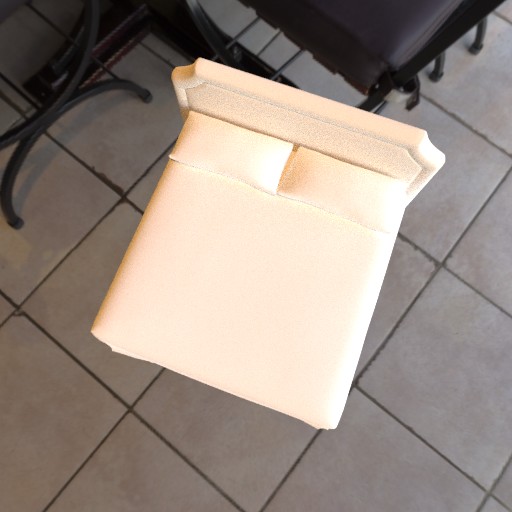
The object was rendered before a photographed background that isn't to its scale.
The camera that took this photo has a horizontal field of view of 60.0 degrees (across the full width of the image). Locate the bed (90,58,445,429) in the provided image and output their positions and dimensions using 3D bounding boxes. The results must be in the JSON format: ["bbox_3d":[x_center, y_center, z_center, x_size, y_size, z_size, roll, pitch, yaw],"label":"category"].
[{"bbox_3d":[0.000,0.000,3.477,2.160,1.301,2.204,20,76,5],"label":"bed"}]
